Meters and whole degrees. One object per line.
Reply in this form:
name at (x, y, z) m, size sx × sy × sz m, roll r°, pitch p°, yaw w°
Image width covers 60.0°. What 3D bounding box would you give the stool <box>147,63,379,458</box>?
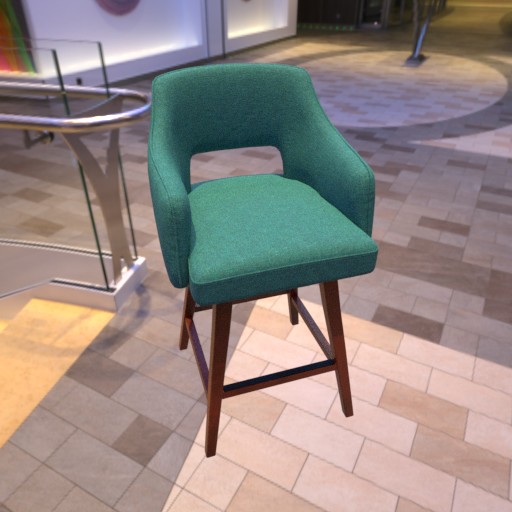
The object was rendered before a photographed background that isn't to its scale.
stool at (0.000, 0.000, 1.292) m, size 0.548 × 0.961 × 0.556 m, roll -10°, pitch 34°, yaw -15°
